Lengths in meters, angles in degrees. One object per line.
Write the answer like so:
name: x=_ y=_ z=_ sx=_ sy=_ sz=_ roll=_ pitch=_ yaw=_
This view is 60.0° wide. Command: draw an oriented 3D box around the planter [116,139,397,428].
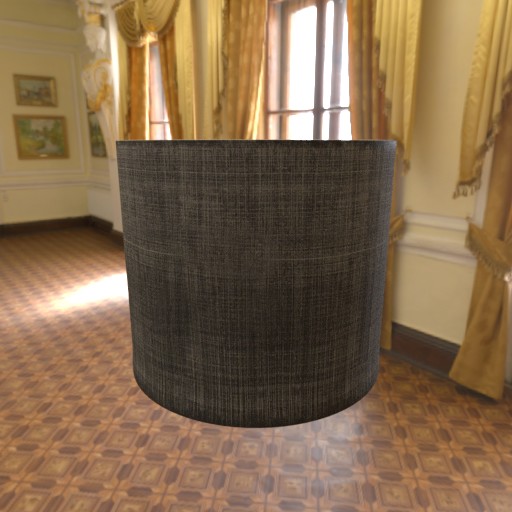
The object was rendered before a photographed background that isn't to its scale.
planter: x=0.000 y=0.000 z=0.313 sx=0.178 sy=0.157 sz=0.178 roll=0 pitch=14 yaw=0
